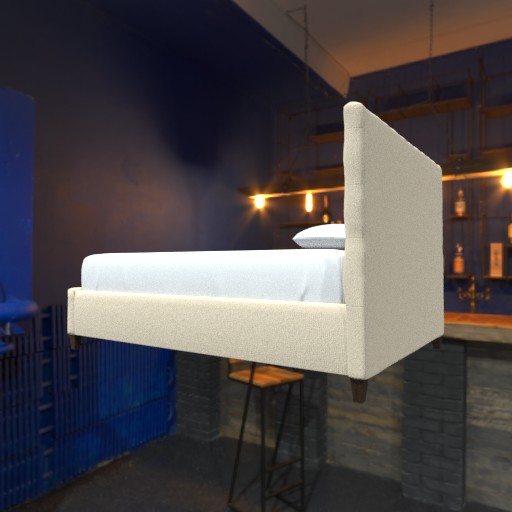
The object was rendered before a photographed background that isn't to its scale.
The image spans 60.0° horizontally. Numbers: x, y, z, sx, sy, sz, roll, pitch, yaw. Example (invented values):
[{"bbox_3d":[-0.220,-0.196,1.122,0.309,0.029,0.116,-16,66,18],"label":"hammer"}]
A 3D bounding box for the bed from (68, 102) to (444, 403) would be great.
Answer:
[{"bbox_3d":[0.000,0.000,3.420,2.387,1.427,1.698,-1,-1,35],"label":"bed"}]
